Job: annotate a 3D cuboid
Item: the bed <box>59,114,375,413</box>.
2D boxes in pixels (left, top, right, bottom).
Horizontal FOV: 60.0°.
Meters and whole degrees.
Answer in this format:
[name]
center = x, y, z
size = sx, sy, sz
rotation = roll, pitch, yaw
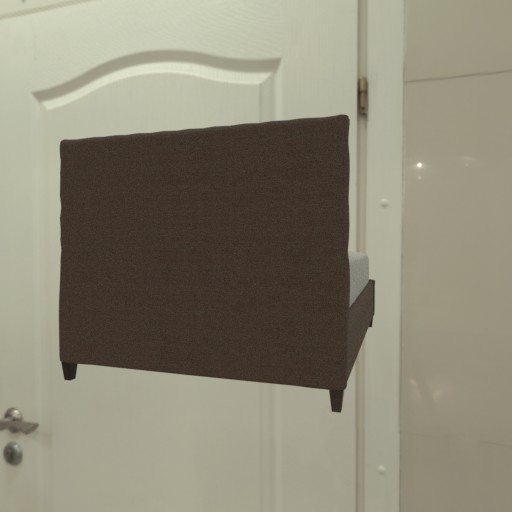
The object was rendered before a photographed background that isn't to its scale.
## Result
[bed]
center = 0.000, 0.000, 3.467
size = 1.698, 1.427, 2.387
rotation = 1, 2, 18
